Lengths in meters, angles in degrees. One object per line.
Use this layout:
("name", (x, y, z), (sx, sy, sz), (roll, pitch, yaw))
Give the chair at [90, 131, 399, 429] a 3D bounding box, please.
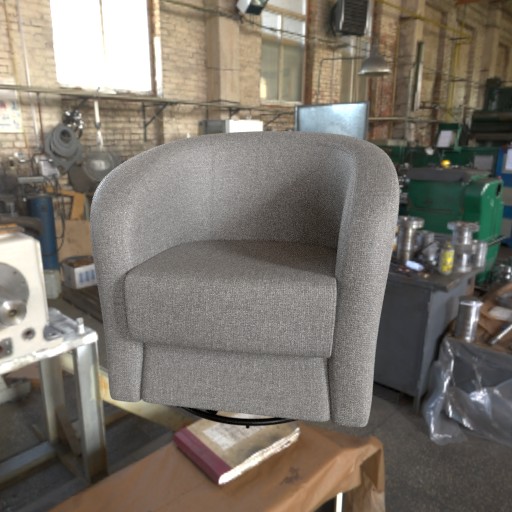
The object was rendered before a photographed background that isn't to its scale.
("chair", (0.000, 0.000, 1.395), (0.791, 0.771, 0.815), (3, 15, 10))
